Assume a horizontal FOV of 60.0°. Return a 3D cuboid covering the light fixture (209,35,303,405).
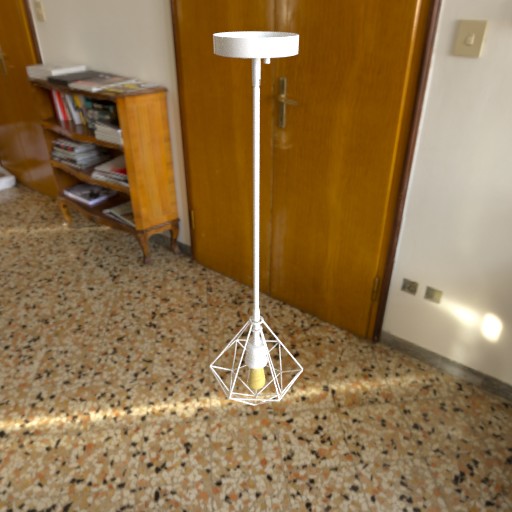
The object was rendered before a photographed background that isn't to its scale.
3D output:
[{"bbox_3d":[0.000,0.000,1.969,0.487,1.764,0.431,1,30,2],"label":"light fixture"}]
